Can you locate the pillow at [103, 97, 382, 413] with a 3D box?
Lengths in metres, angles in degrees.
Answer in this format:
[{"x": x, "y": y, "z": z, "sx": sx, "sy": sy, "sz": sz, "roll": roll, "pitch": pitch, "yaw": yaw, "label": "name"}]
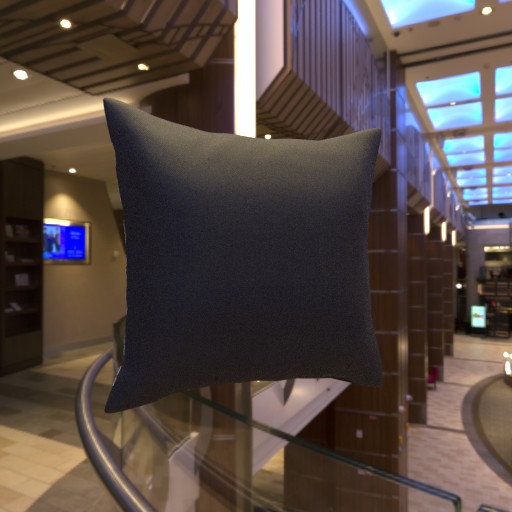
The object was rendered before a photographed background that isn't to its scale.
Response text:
[{"x": 0.000, "y": 0.000, "z": 0.768, "sx": 0.504, "sy": 0.494, "sz": 0.188, "roll": 0, "pitch": -1, "yaw": -18, "label": "pillow"}]
